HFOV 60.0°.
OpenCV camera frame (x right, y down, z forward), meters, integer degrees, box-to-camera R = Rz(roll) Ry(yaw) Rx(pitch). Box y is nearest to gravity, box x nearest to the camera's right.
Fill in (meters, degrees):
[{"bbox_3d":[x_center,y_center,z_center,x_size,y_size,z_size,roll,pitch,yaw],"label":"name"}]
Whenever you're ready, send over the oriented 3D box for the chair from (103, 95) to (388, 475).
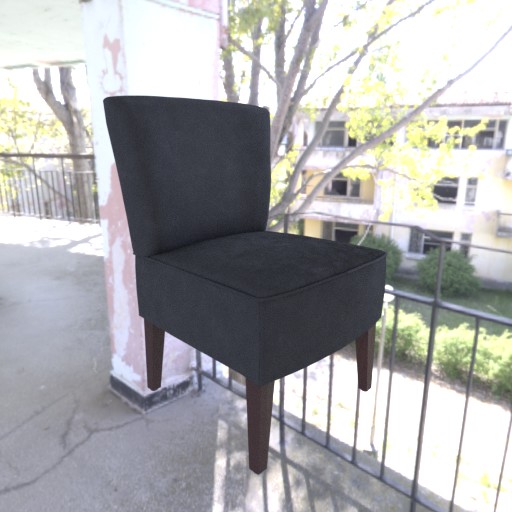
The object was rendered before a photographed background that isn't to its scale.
[{"bbox_3d":[0.000,0.000,1.162,0.554,0.806,0.521,14,20,42],"label":"chair"}]
